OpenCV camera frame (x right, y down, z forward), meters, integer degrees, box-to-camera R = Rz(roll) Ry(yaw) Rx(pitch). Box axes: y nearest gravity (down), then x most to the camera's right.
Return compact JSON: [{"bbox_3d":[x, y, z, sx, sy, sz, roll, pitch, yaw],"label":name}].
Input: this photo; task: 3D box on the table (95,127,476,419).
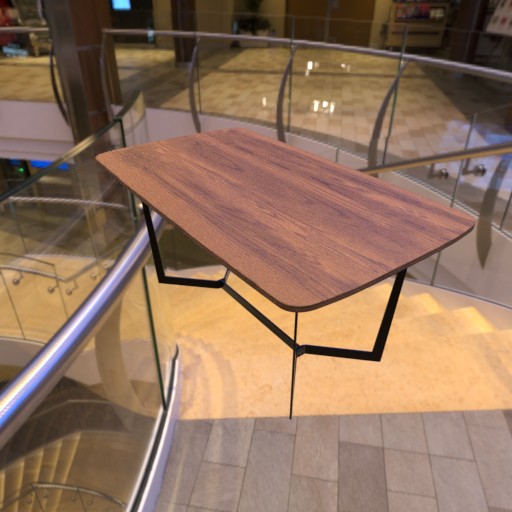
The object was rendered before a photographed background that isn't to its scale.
[{"bbox_3d":[0.000,0.000,2.167,0.949,0.765,1.643,-21,37,-30],"label":"table"}]
